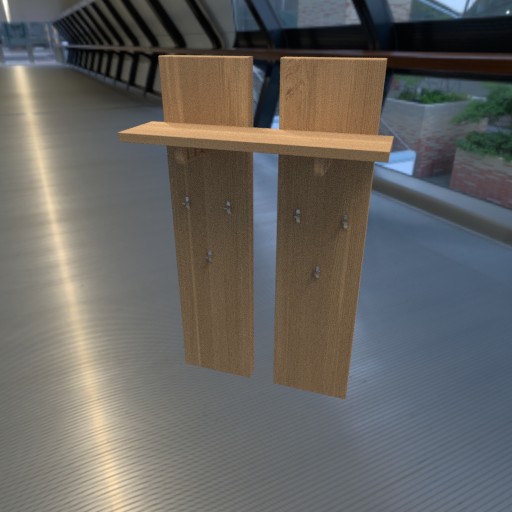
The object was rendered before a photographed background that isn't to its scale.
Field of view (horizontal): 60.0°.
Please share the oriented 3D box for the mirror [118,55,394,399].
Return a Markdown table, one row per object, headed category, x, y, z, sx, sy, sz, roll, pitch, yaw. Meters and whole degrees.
| category | x | y | z | sx | sy | sz | roll | pitch | yaw |
| --- | --- | --- | --- | --- | --- | --- | --- | --- | --- |
| mirror | 0.000 | 0.000 | 1.535 | 0.800 | 1.250 | 0.260 | 8 | 28 | 16 |
